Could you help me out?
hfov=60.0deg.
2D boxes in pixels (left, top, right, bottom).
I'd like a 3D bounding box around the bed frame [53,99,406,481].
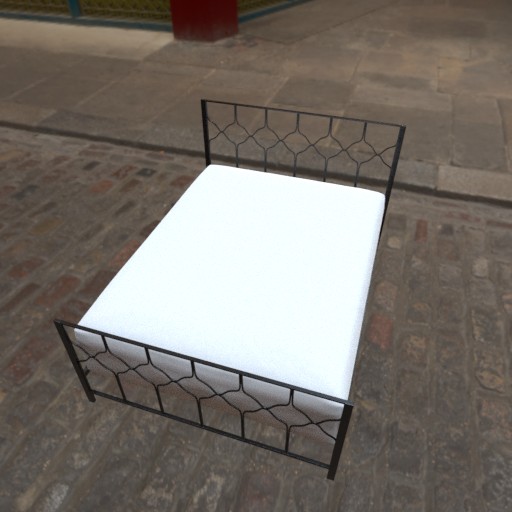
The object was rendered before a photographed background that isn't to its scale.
[{"bbox_3d":[0.000,0.000,3.026,1.597,1.222,2.063,12,42,14],"label":"bed frame"}]
